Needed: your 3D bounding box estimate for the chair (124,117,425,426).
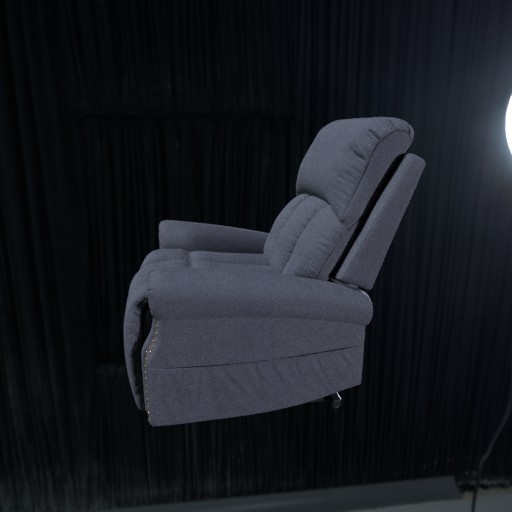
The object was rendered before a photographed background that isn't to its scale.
[{"bbox_3d":[0.000,0.000,1.732,0.979,1.031,0.871,-3,16,-9],"label":"chair"}]
